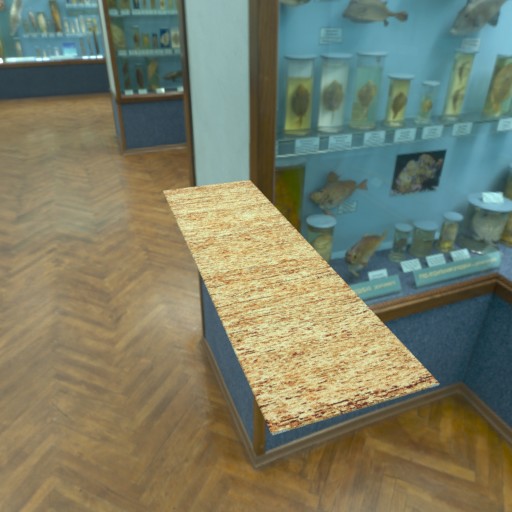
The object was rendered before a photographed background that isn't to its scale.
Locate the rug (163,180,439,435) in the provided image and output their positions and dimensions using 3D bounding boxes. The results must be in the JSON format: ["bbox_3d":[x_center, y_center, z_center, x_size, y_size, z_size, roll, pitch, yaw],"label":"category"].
[{"bbox_3d":[0.000,0.000,2.472,0.680,0.014,2.237,-10,32,-16],"label":"rug"}]
